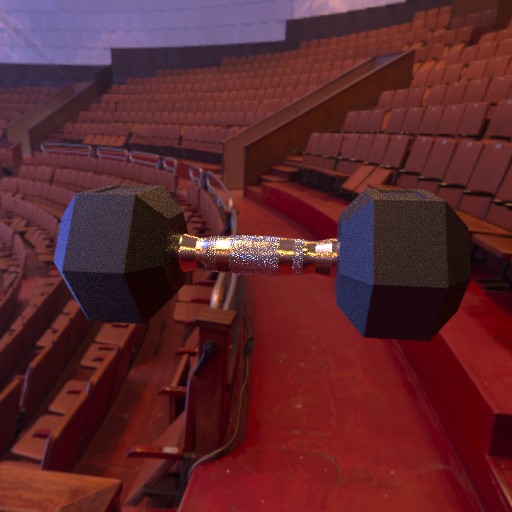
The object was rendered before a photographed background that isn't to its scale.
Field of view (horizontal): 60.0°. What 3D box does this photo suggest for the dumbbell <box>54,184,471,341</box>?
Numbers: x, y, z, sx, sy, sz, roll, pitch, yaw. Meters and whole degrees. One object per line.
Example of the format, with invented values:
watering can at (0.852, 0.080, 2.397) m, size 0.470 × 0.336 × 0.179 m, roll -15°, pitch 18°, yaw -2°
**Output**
dumbbell at (0.000, 0.000, 0.317) m, size 0.272 × 0.092 × 0.106 m, roll 2°, pitch 16°, yaw 8°
